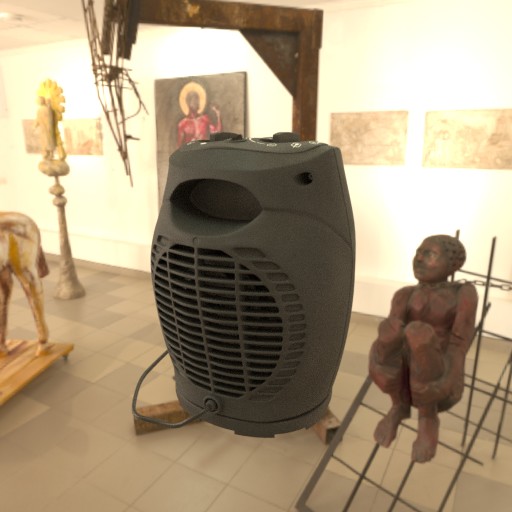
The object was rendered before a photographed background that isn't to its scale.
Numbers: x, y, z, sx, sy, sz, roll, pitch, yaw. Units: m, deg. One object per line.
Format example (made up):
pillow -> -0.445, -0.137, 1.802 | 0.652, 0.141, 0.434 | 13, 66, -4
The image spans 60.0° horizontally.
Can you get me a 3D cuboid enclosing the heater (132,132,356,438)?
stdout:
heater -> 0.000, 0.000, 0.473 | 0.239, 0.255, 0.291 | 8, 18, 27
